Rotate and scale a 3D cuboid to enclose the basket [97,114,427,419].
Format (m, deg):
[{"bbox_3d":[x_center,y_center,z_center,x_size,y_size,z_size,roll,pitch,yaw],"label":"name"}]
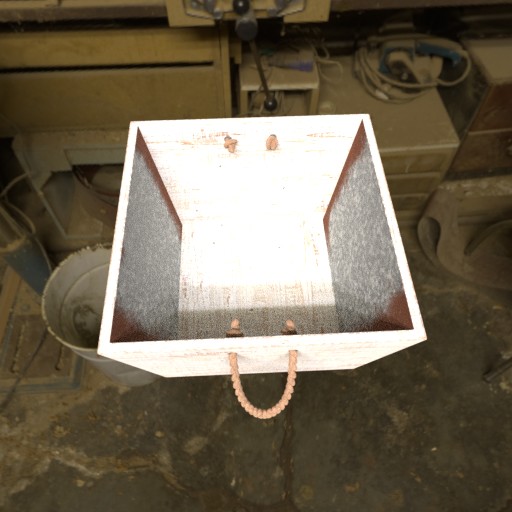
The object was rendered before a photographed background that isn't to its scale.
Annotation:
[{"bbox_3d":[0.000,0.000,0.765,0.413,0.247,0.545,-2,59,-1],"label":"basket"}]
